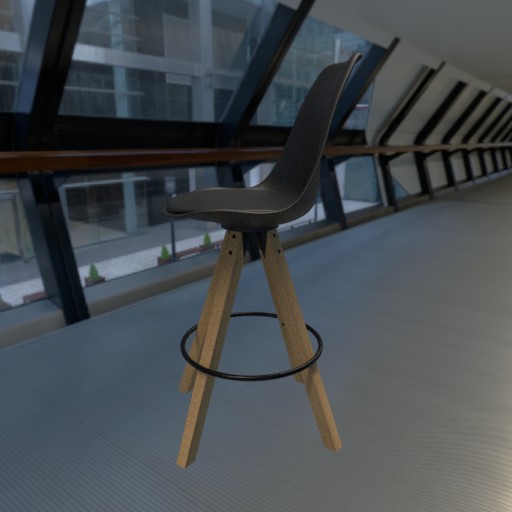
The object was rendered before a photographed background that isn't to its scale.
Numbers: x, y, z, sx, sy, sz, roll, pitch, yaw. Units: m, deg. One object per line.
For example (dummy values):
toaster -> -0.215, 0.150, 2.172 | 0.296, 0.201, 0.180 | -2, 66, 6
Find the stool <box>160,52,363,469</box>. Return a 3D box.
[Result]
stool -> 0.000, 0.000, 1.342 | 0.550, 1.115, 0.485 | -2, 16, -8
